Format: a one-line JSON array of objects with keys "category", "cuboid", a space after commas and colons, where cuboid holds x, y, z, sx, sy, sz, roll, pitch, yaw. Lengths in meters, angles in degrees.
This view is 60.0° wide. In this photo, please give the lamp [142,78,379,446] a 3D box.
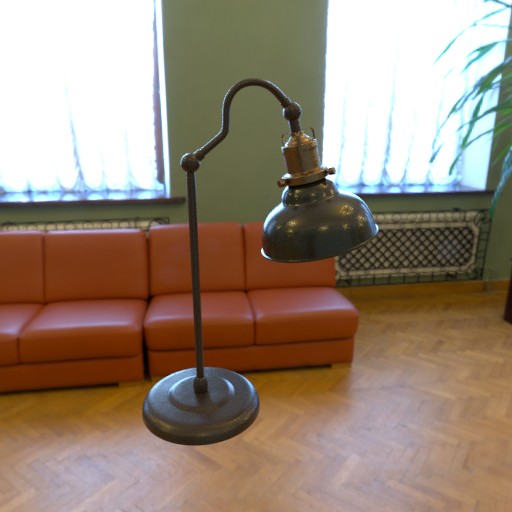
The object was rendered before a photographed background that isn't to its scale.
[{"category": "lamp", "cuboid": [0.000, 0.000, 0.679, 0.374, 0.508, 0.192, -3, 16, -9]}]
